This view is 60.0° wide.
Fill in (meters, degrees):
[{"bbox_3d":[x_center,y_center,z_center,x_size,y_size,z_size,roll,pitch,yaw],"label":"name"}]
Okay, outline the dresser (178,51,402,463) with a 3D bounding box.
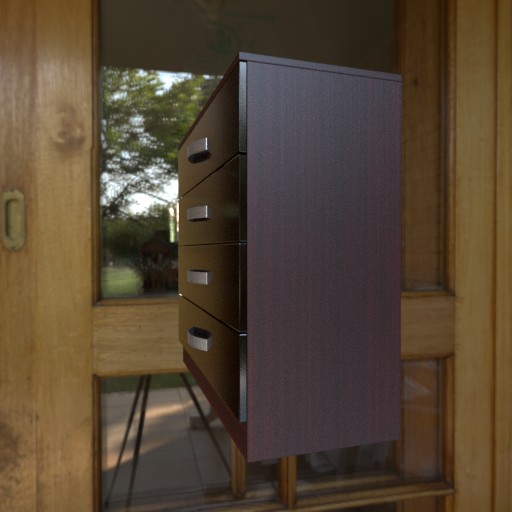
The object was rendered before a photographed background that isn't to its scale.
[{"bbox_3d":[0.000,0.000,1.175,0.360,0.720,0.750,0,1,-18],"label":"dresser"}]
